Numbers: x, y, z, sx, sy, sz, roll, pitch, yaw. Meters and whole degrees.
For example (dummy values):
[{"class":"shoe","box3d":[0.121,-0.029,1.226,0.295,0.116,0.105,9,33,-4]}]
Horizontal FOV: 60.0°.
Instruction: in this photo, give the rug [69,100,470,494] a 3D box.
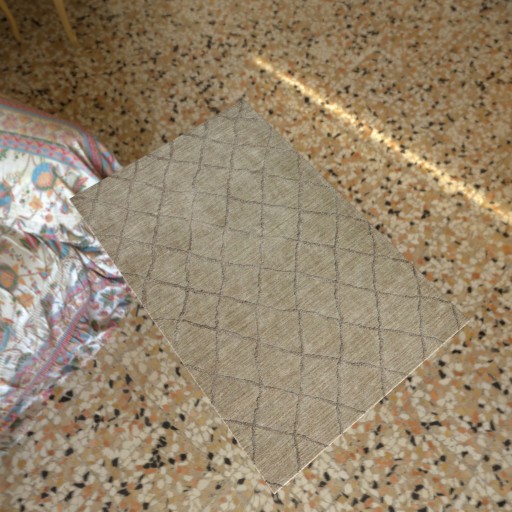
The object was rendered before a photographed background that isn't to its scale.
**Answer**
[{"class":"rug","box3d":[0.000,0.000,2.885,1.521,0.015,2.280,-35,69,-16]}]
